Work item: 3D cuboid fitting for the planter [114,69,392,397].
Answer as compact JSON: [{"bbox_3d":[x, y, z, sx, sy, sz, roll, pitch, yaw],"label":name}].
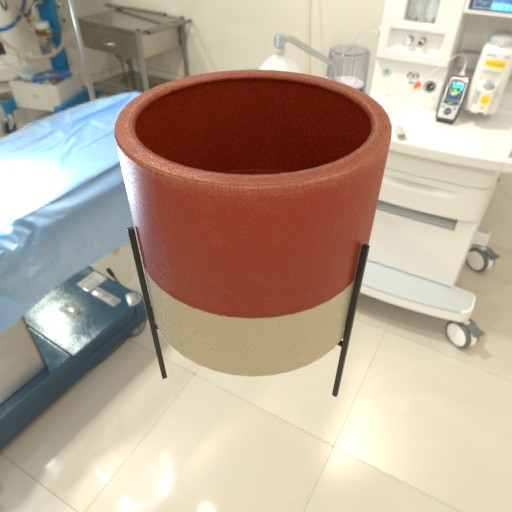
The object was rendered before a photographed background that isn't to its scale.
[{"bbox_3d":[0.000,0.000,0.705,0.354,0.465,0.345,26,47,27],"label":"planter"}]
